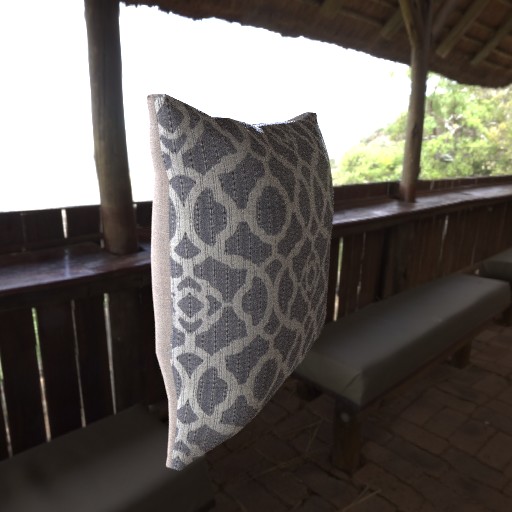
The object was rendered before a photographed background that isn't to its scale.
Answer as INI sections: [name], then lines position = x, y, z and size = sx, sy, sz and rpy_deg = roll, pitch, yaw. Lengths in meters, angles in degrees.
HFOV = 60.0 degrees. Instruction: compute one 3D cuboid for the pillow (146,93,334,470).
[pillow]
position = 0.000, 0.000, 0.766
size = 0.215, 0.498, 0.508
rpy_deg = 8, 17, 26
